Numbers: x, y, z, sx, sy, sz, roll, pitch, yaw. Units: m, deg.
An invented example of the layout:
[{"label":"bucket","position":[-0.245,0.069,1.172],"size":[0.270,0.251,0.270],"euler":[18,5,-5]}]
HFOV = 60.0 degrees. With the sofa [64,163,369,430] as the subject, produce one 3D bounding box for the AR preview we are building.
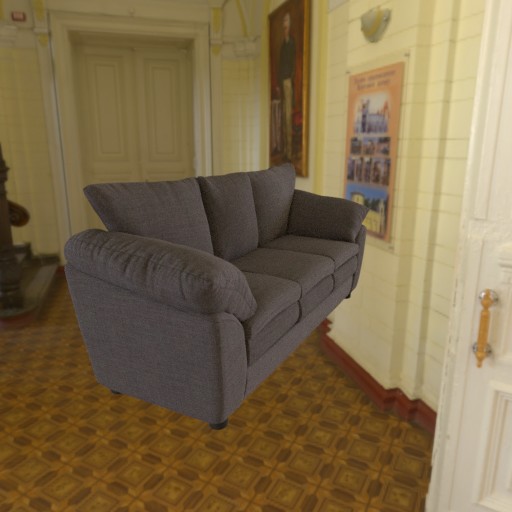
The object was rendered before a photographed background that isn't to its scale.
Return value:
[{"label":"sofa","position":[0.000,0.000,2.853],"size":[0.883,1.080,2.336],"euler":[8,17,27]}]
